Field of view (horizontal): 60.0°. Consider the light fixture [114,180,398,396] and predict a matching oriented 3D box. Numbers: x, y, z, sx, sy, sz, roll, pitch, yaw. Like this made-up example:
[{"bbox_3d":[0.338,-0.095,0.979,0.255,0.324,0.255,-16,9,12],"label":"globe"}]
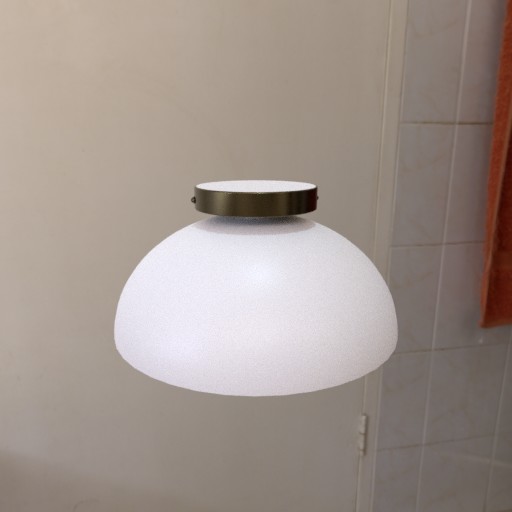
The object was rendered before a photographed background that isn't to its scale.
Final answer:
[{"bbox_3d":[0.000,0.000,0.559,0.355,0.177,0.355,0,15,0],"label":"light fixture"}]
